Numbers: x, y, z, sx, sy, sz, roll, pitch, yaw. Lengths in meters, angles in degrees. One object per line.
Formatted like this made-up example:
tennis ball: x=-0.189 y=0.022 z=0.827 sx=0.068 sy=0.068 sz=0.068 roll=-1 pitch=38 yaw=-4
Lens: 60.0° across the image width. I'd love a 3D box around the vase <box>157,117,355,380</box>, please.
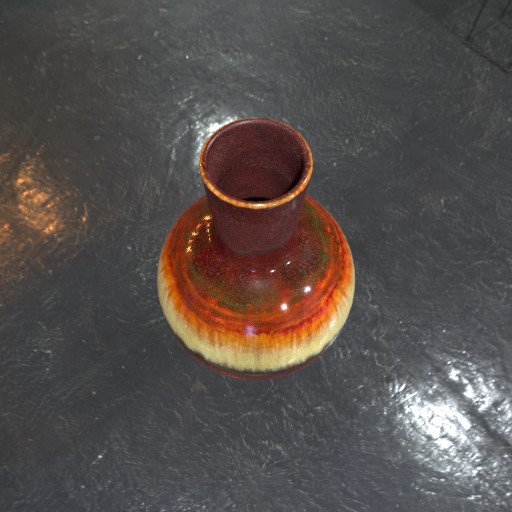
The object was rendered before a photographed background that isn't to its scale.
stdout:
vase: x=0.000 y=0.000 z=0.228 sx=0.111 sy=0.154 sz=0.111 roll=0 pitch=63 yaw=0
